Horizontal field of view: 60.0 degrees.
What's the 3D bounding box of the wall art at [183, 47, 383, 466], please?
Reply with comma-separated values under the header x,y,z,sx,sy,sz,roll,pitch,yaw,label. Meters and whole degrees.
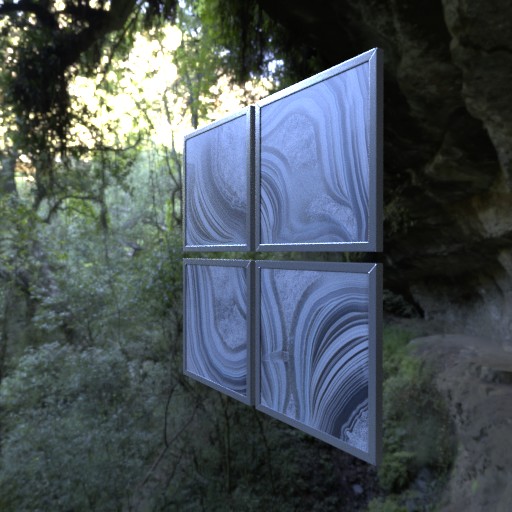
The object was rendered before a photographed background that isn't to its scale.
x,y,z,sx,sy,sz,roll,pitch,yaw,label
0.000,0.000,1.641,0.029,1.118,1.118,0,1,-36,wall art
